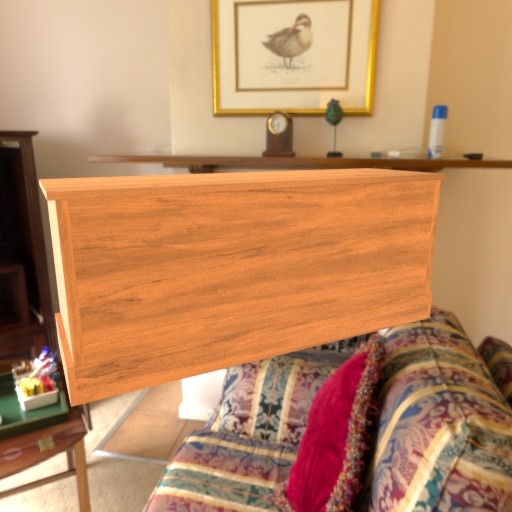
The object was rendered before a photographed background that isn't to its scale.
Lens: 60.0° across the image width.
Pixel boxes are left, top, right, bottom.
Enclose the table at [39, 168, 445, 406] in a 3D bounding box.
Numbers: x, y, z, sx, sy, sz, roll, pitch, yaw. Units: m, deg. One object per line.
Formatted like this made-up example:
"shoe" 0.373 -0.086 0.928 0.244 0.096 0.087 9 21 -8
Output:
"table" 0.000 0.000 1.434 1.200 0.510 0.400 -7 16 -26
